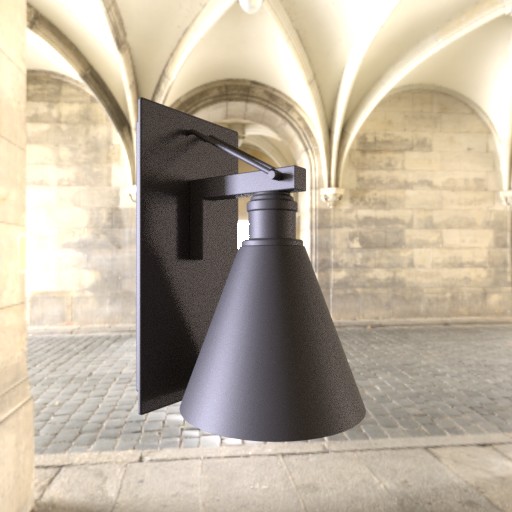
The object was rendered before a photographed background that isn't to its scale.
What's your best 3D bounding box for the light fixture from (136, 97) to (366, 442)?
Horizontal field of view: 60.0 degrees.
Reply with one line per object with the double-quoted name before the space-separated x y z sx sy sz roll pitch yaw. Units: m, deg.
"light fixture" 0.000 0.000 0.425 0.207 0.298 0.170 0 0 36
